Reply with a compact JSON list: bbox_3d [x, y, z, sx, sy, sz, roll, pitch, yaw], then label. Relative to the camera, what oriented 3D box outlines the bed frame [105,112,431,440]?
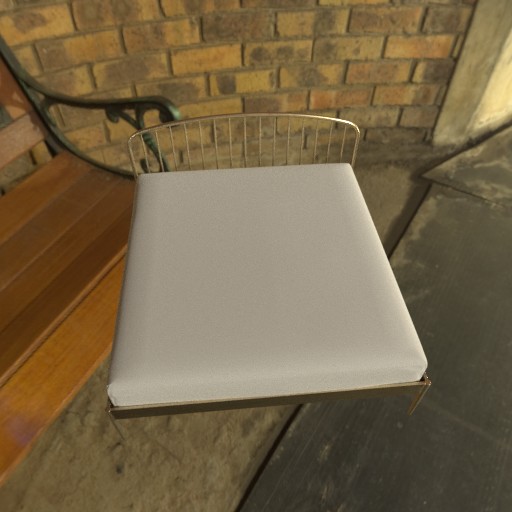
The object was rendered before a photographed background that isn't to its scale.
[{"bbox_3d":[0.000,0.000,3.349,2.016,1.174,2.152,-4,47,-3],"label":"bed frame"}]
